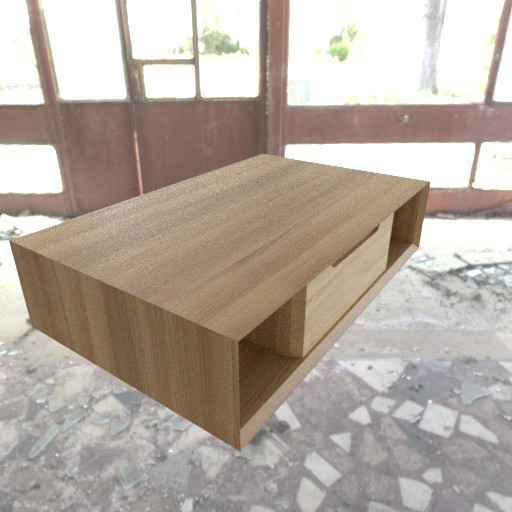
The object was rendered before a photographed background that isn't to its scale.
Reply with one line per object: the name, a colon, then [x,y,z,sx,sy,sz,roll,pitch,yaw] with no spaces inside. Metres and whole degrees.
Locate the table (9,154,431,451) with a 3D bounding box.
table: [0.000,0.000,1.376,0.700,0.330,1.100,17,31,31]
